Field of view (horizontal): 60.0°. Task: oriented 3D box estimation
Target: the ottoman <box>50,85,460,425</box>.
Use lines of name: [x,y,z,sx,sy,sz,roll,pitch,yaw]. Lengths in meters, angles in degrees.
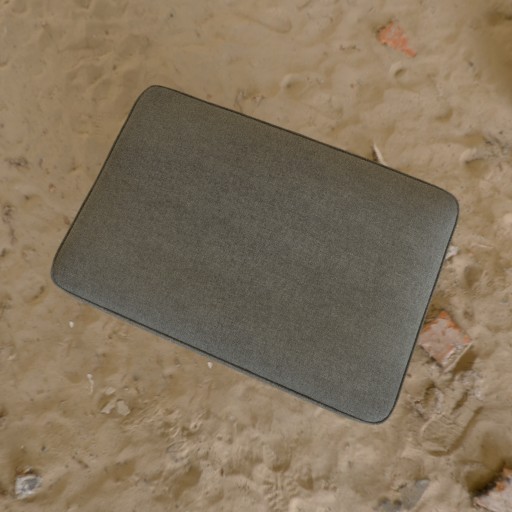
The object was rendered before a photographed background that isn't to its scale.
ottoman: [0.000,0.000,1.150,0.813,0.457,0.561,22,78,5]
